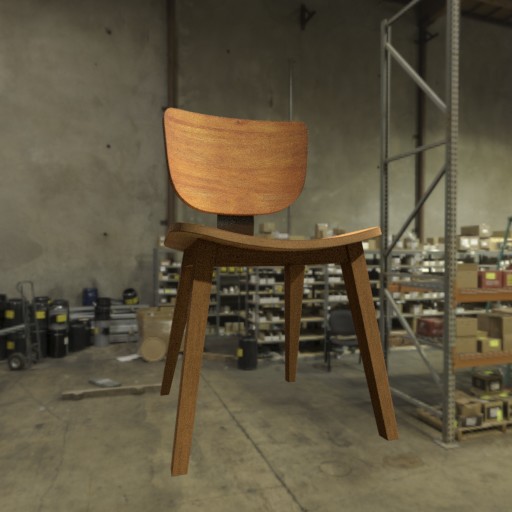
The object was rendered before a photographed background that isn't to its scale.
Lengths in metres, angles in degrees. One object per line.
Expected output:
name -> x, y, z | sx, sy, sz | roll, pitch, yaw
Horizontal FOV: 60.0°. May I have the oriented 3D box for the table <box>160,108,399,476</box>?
table -> 0.000, 0.000, 1.124 | 0.499, 0.805, 0.500 | 0, 1, -19
